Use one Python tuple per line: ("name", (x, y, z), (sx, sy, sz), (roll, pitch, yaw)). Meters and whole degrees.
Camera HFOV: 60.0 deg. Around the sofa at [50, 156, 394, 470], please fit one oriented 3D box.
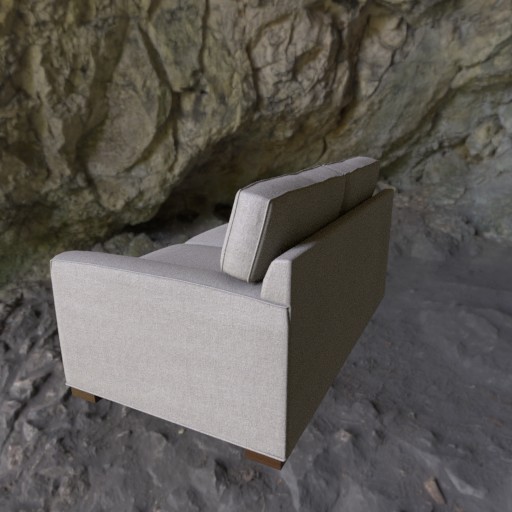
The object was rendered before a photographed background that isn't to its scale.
("sofa", (0.000, 0.000, 2.041), (0.940, 0.853, 1.484), (8, 19, 25))
